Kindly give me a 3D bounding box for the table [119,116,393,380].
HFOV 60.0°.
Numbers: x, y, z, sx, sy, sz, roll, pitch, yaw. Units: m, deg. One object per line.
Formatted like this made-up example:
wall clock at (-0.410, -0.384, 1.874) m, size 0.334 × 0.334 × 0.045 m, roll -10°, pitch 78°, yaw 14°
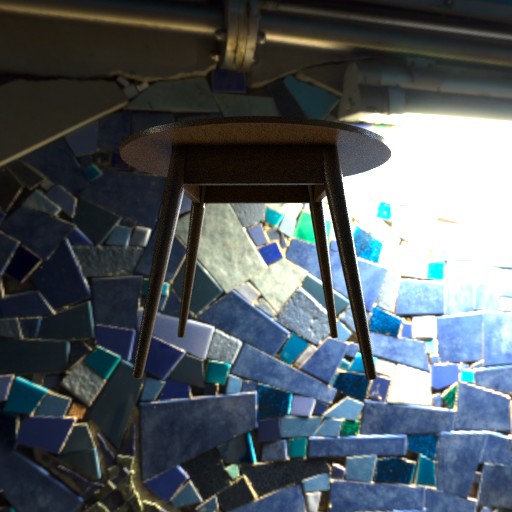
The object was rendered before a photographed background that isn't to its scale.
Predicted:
table at (0.000, 0.000, 1.778) m, size 1.053 × 0.786 × 1.053 m, roll 0°, pitch 0°, yaw 0°
